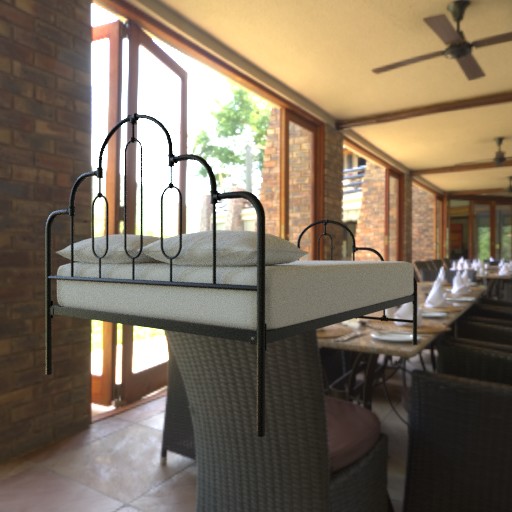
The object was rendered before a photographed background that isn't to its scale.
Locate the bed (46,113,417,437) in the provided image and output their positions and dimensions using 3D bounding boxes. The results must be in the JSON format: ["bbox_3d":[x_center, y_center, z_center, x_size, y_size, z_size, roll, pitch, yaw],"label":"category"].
[{"bbox_3d":[0.000,0.000,3.123,1.626,1.444,2.181,0,0,36],"label":"bed"}]
